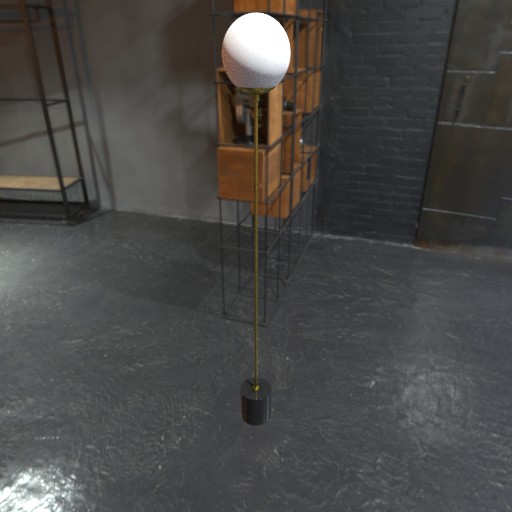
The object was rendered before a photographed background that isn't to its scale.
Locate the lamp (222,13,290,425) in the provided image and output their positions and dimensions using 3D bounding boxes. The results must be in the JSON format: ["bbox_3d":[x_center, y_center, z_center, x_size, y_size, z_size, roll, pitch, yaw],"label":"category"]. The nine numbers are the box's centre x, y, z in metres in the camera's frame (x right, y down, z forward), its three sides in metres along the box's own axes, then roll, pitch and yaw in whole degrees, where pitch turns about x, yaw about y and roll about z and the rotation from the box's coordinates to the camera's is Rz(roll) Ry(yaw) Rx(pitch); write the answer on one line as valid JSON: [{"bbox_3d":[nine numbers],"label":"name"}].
[{"bbox_3d":[0.000,0.000,1.816,0.229,1.748,0.229,9,28,18],"label":"lamp"}]
